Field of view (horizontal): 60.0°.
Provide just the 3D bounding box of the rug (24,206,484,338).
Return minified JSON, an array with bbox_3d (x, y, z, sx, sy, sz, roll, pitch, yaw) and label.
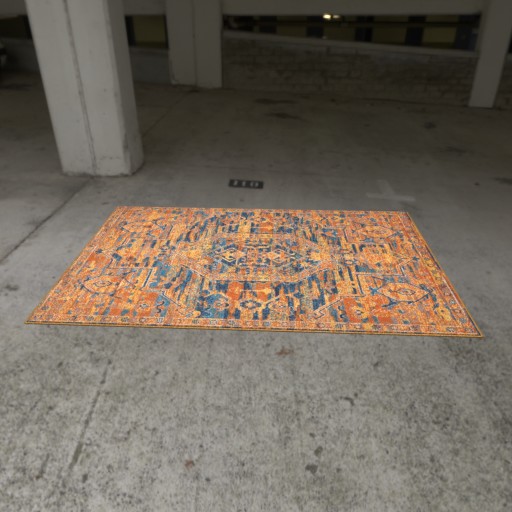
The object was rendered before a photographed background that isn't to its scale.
[{"bbox_3d":[0.000,0.000,2.186,1.758,0.013,1.148,1,30,2],"label":"rug"}]
